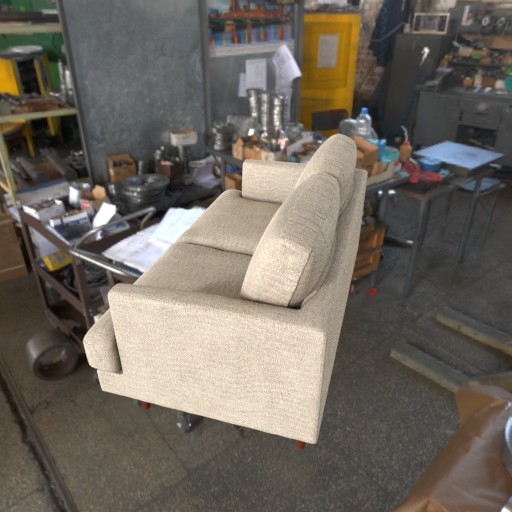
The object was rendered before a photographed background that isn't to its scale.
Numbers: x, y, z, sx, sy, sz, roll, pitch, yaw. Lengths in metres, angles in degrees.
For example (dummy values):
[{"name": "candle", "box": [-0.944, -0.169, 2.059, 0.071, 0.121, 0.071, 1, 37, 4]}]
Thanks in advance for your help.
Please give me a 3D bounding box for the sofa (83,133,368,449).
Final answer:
[{"name": "sofa", "box": [0.000, 0.000, 2.167, 0.903, 0.944, 1.582, 9, 31, 14]}]
